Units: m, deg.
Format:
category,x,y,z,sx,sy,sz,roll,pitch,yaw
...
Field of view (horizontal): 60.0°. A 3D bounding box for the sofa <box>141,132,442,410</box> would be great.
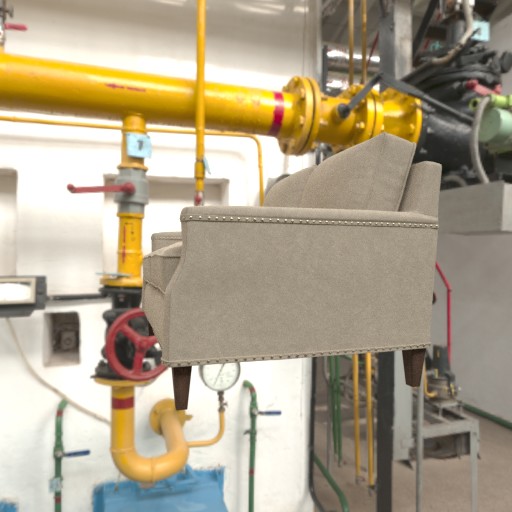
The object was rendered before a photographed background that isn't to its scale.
category,x,y,z,sx,sy,sz,roll,pitch,yaw
sofa,0.000,0.000,2.278,1.084,1.002,1.597,0,0,-17
